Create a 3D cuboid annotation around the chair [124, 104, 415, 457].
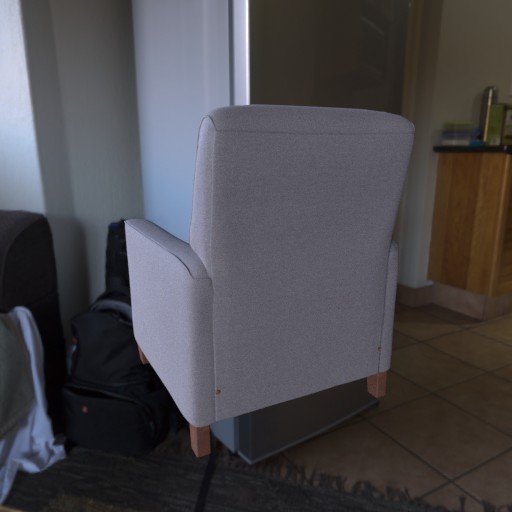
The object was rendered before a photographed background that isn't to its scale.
[{"bbox_3d":[0.000,0.000,1.677,0.845,1.023,0.859,-7,16,-27],"label":"chair"}]
